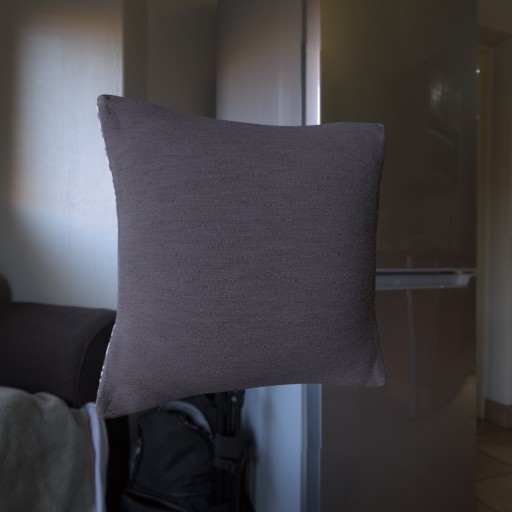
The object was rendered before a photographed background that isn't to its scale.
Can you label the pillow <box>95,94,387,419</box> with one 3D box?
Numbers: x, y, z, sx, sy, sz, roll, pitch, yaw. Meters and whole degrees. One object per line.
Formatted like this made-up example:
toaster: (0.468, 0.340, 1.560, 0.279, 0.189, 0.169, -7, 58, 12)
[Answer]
pillow: (0.000, 0.000, 0.636, 0.436, 0.417, 0.148, 0, 1, -19)
